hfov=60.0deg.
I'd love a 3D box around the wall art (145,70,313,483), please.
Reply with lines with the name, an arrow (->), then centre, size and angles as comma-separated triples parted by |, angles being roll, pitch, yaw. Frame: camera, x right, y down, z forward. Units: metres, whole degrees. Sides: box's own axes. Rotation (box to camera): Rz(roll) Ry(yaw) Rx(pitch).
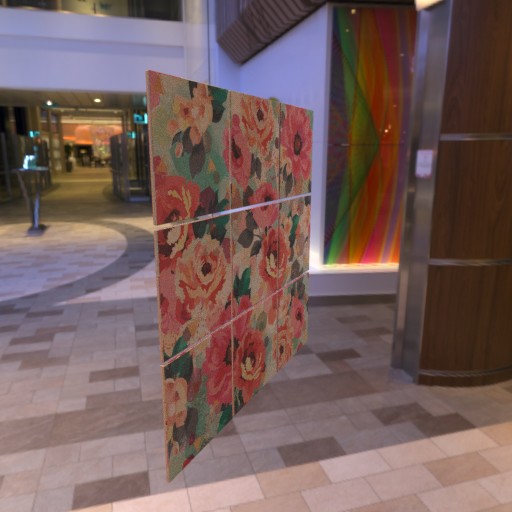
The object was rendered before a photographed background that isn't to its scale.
wall art -> 0.000, 0.000, 1.792 | 0.013, 1.220, 1.216 | 7, 14, 26
